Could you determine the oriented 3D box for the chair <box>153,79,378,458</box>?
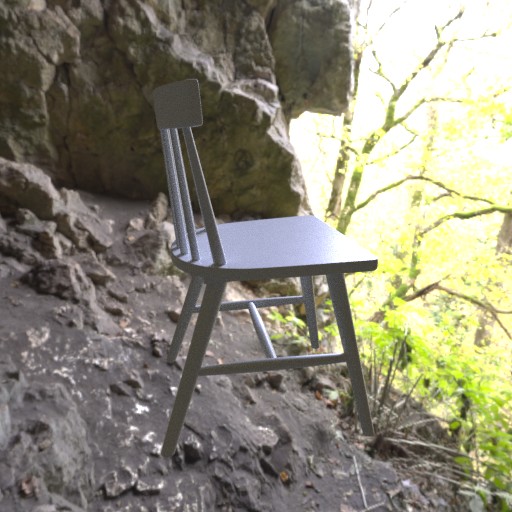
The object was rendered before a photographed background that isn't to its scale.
[{"bbox_3d":[0.000,0.000,1.119,0.500,0.787,0.483,-3,17,-9],"label":"chair"}]
